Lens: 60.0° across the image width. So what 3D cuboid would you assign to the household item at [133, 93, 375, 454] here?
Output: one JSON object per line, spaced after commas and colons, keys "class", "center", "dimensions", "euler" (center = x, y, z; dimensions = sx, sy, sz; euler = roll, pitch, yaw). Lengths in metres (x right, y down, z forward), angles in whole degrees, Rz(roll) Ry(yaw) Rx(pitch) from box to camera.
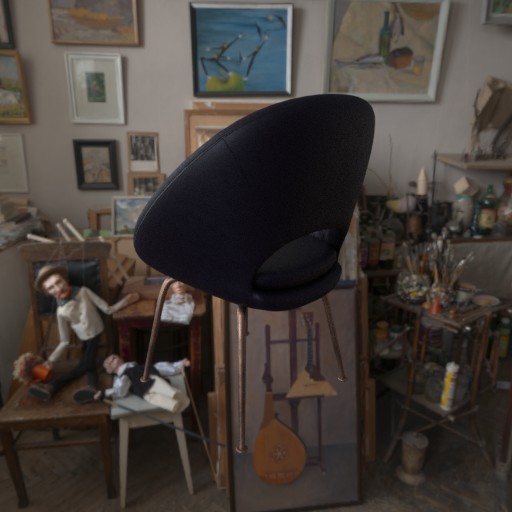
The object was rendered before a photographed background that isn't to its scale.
{"class": "household item", "center": [0.000, 0.000, 1.268], "dimensions": [0.573, 0.852, 0.623], "euler": [16, 23, 42]}
